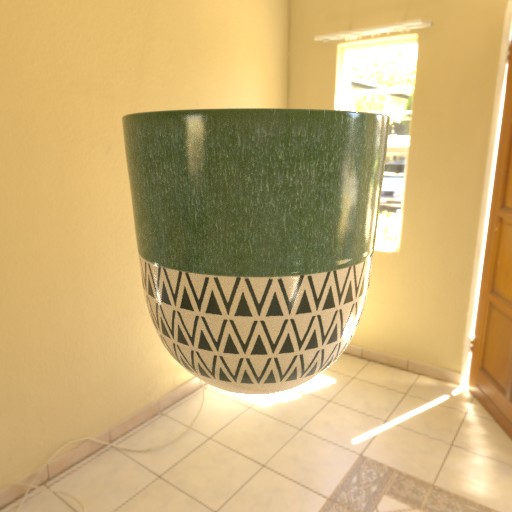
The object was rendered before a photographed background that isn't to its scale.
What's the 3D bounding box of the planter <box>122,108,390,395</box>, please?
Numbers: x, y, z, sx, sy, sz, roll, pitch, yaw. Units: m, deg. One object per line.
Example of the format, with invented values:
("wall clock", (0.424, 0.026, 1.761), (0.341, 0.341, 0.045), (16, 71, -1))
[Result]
("planter", (0.000, 0.000, 0.361), (0.195, 0.214, 0.195), (0, 14, 0))
